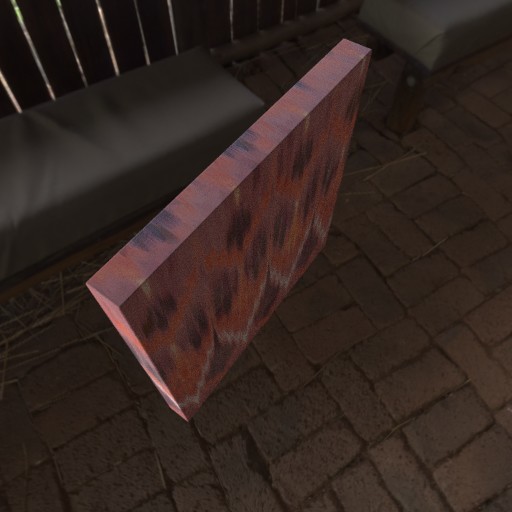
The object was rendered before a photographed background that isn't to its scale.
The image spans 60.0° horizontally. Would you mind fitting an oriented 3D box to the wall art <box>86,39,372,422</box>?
[{"bbox_3d":[0.000,0.000,0.599,0.038,0.406,0.403,32,63,18],"label":"wall art"}]
